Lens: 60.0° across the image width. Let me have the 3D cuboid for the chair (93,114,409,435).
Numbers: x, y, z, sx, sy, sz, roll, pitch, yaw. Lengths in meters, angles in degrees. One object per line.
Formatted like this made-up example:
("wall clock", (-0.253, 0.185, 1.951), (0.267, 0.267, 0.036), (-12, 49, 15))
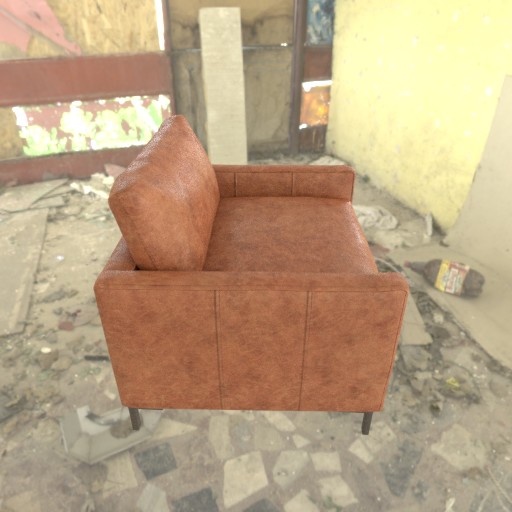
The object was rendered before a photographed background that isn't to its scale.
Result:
("chair", (0.000, 0.000, 1.660), (0.862, 0.869, 0.967), (1, 32, 1))
